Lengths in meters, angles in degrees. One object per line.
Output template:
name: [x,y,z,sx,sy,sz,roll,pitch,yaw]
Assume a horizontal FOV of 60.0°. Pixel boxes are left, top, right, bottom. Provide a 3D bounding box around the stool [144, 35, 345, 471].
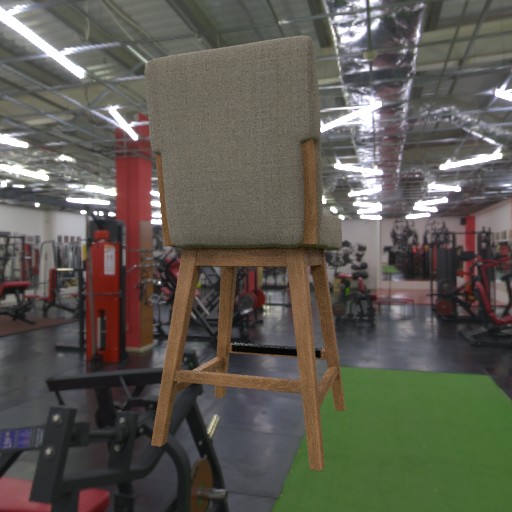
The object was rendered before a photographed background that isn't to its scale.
stool: [0.000,0.000,1.298,0.459,1.010,0.526,0,0,18]
